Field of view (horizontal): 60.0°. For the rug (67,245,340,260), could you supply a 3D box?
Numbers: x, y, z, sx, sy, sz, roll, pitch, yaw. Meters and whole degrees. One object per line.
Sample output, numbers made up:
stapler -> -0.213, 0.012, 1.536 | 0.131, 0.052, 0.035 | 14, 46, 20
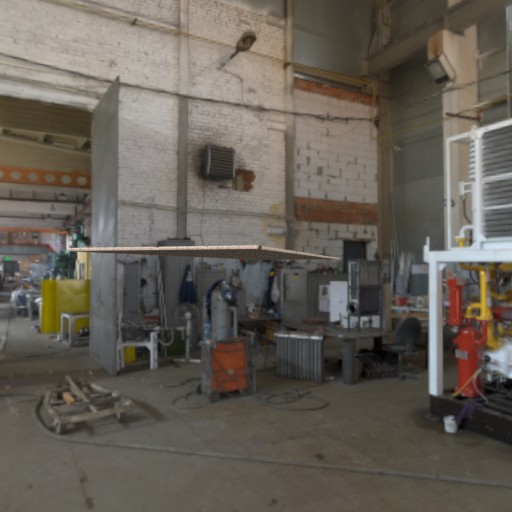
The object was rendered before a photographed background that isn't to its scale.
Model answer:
rug -> 0.000, 0.000, 2.731 | 0.762, 0.012, 2.438 | 0, -1, 17
